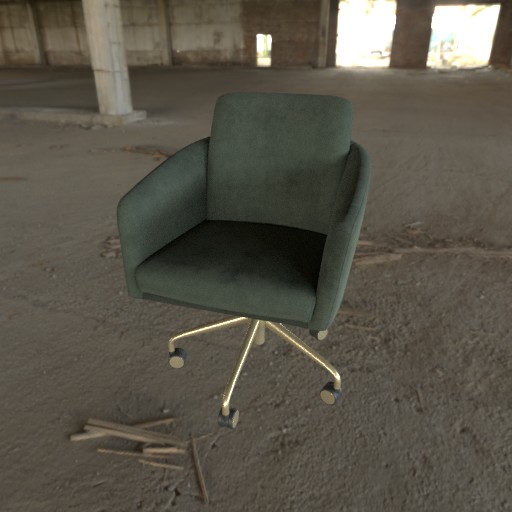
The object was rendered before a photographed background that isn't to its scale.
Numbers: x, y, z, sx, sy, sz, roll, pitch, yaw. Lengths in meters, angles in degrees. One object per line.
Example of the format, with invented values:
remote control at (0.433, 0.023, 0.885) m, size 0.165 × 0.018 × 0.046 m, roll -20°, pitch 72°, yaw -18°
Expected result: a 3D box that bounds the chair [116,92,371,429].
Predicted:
chair at (0.000, 0.000, 1.385) m, size 0.641 × 0.908 × 0.635 m, roll 8°, pitch 27°, yaw 17°
